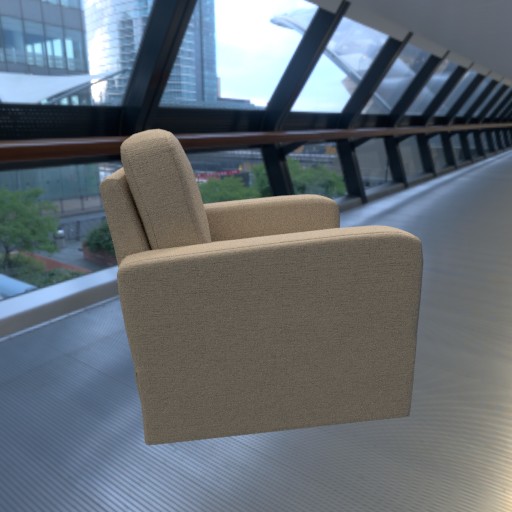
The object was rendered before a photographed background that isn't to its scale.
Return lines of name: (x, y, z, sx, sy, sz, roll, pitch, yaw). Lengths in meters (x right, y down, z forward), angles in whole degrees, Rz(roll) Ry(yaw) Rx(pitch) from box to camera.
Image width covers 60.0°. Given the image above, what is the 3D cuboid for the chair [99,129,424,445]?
chair: (0.000, 0.000, 1.503, 0.888, 0.827, 0.755, -3, 16, -9)
